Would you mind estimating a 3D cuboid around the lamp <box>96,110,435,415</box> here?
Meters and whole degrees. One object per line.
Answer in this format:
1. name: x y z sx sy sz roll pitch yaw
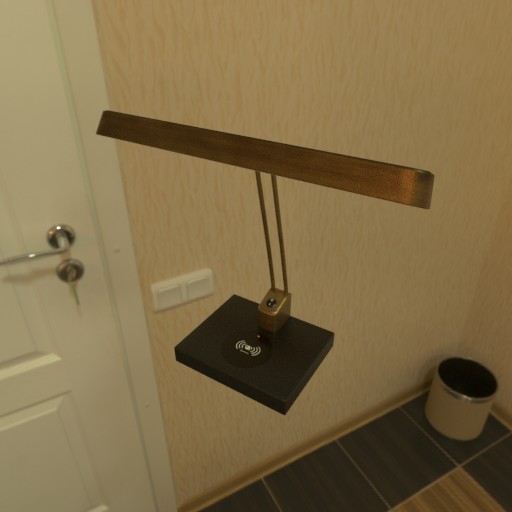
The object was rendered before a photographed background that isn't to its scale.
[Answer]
1. lamp: 0.000 0.000 0.583 0.412 0.345 0.156 18 36 27
